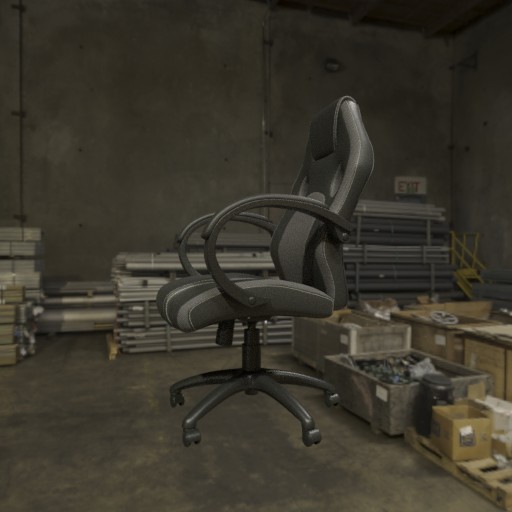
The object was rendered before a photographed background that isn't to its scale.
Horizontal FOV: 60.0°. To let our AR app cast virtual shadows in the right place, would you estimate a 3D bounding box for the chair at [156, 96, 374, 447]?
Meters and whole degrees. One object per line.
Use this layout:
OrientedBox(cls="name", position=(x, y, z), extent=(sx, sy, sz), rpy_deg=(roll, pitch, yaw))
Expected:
OrientedBox(cls="chair", position=(0.000, 0.000, 1.657), extent=(0.724, 1.187, 0.673), rpy_deg=(0, 1, -17))
